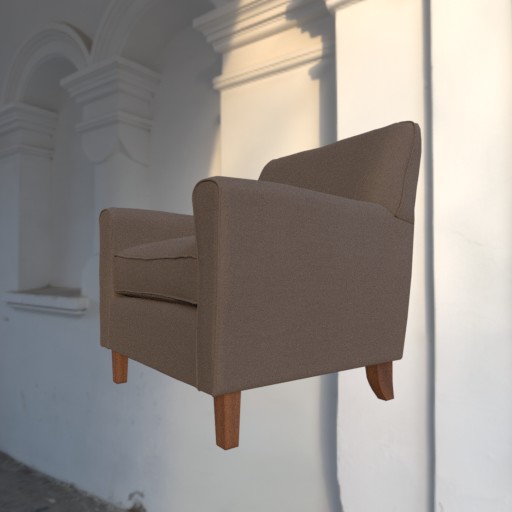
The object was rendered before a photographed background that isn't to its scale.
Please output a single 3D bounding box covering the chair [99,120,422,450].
[{"bbox_3d":[0.000,0.000,1.549,0.831,0.911,0.836,1,-1,-37],"label":"chair"}]
